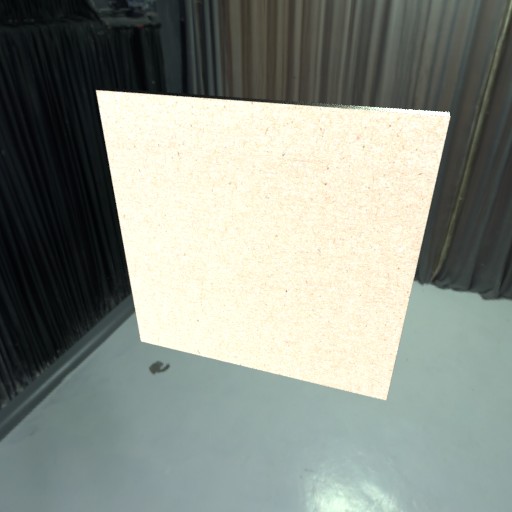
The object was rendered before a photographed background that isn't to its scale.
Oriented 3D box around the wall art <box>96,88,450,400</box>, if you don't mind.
[{"bbox_3d":[0.000,0.000,1.144,0.773,0.775,0.031,10,33,15],"label":"wall art"}]
